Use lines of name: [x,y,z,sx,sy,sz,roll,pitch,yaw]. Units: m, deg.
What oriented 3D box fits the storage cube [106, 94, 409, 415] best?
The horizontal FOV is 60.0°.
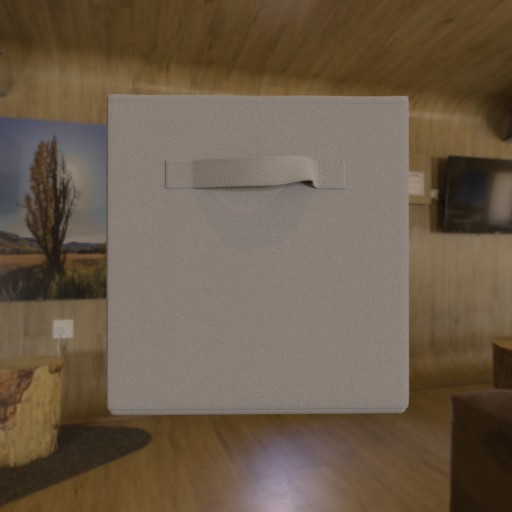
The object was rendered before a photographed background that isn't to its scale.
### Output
storage cube: [0.000,0.000,0.503,0.270,0.280,0.270,0,0,-1]
